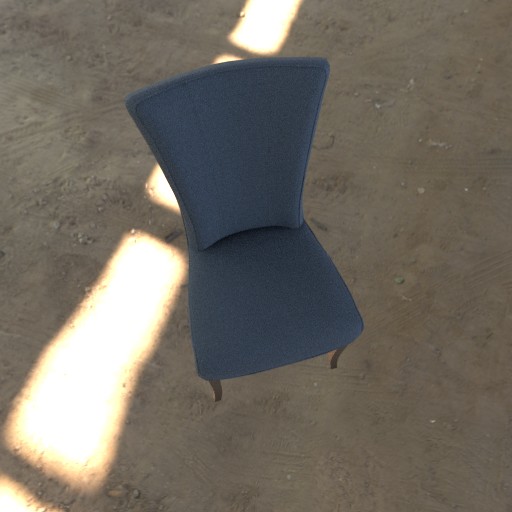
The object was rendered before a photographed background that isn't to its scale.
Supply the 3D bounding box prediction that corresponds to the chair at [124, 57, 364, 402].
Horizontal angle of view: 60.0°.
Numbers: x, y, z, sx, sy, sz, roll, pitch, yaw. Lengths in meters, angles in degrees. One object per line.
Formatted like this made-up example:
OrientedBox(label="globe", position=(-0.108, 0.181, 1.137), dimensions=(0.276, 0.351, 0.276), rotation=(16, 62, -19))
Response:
OrientedBox(label="chair", position=(0.000, 0.000, 1.400), dimensions=(0.520, 0.991, 0.660), rotation=(-14, 63, -7))
